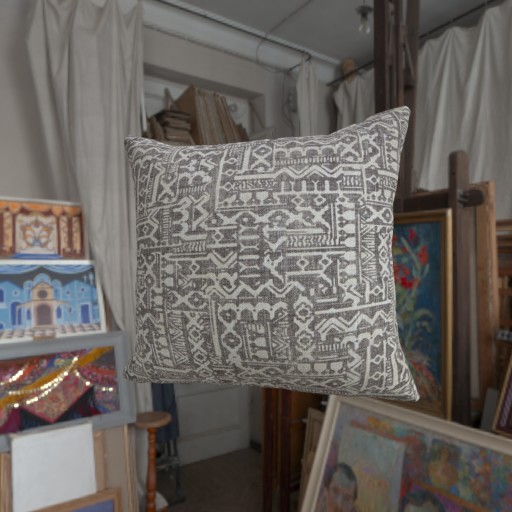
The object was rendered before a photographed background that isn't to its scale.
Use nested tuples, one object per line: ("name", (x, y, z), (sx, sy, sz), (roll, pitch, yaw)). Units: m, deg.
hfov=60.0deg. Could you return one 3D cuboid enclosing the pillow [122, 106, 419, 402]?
("pillow", (0.000, 0.000, 0.795), (0.546, 0.487, 0.180), (-1, -2, 17))
